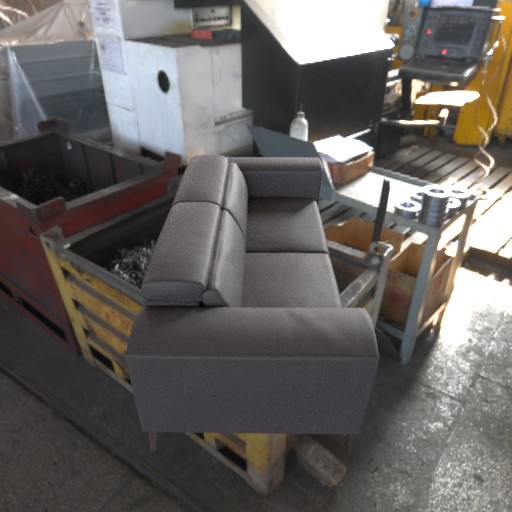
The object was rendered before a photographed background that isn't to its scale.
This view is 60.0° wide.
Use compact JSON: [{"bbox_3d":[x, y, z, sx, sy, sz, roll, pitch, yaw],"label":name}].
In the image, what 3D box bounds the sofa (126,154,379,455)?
[{"bbox_3d":[0.000,0.000,2.867,1.048,0.814,2.330,0,32,1],"label":"sofa"}]
